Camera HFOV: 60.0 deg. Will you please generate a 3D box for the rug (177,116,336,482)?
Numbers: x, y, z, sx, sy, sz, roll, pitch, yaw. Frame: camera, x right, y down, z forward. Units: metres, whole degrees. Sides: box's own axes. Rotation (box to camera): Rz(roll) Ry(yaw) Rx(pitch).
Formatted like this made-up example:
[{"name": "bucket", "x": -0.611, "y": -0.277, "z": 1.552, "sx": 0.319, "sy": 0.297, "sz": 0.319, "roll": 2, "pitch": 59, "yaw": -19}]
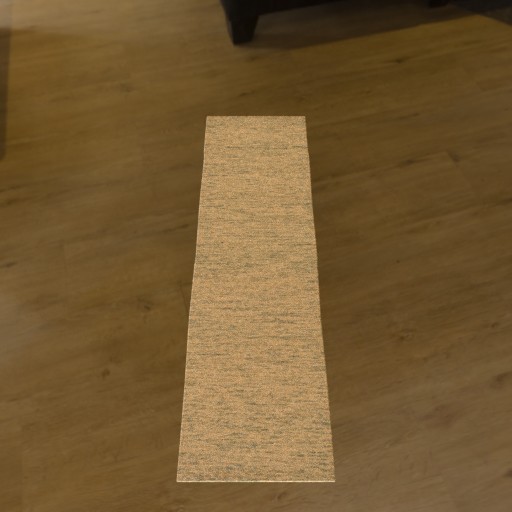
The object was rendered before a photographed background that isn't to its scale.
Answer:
[{"name": "rug", "x": 0.000, "y": 0.000, "z": 2.515, "sx": 0.700, "sy": 0.014, "sz": 2.290, "roll": 0, "pitch": 59, "yaw": 0}]
